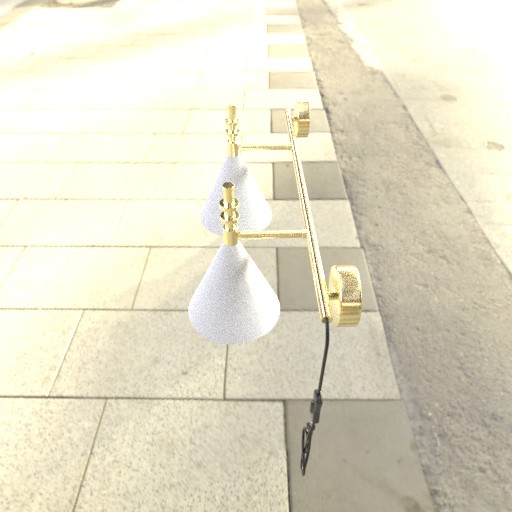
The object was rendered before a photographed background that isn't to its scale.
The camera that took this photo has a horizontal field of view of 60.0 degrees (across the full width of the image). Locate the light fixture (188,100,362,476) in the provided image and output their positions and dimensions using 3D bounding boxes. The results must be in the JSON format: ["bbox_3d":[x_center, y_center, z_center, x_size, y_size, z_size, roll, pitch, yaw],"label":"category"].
[{"bbox_3d":[0.000,0.000,0.848,0.239,0.468,0.642,-1,41,-1],"label":"light fixture"}]
